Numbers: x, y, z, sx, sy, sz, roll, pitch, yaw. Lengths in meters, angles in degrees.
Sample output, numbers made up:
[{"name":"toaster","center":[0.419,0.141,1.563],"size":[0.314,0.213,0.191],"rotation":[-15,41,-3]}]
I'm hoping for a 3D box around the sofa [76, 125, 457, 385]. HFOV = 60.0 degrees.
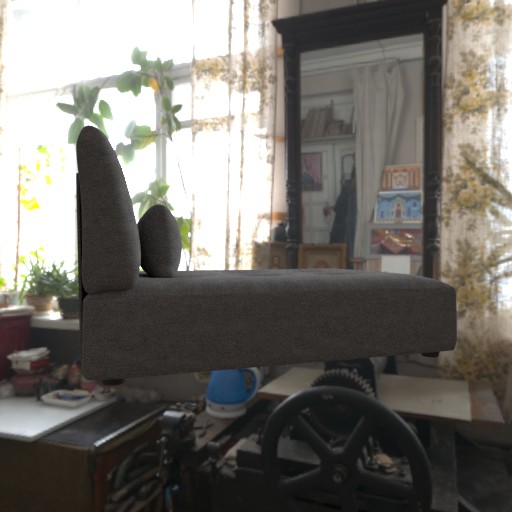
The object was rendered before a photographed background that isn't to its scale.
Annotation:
[{"name":"sofa","center":[0.000,0.000,1.993],"size":[1.450,0.820,0.930],"rotation":[0,1,-18]}]
